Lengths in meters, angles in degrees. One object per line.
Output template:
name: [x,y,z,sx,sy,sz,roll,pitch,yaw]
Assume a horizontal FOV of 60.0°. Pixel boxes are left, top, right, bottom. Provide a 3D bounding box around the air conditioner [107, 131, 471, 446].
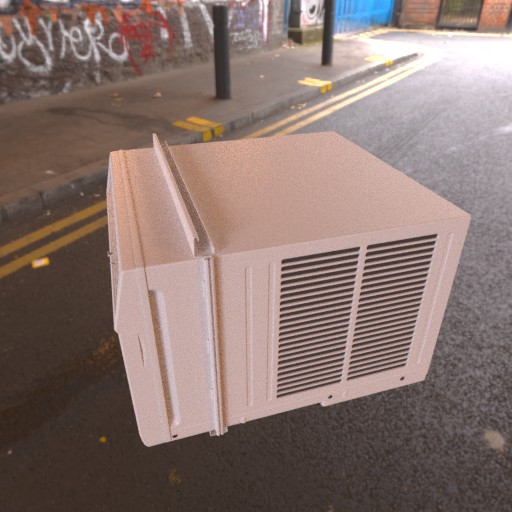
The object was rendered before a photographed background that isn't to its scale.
air conditioner: [0.000,0.000,0.889,0.546,0.388,0.503,-9,33,-15]
